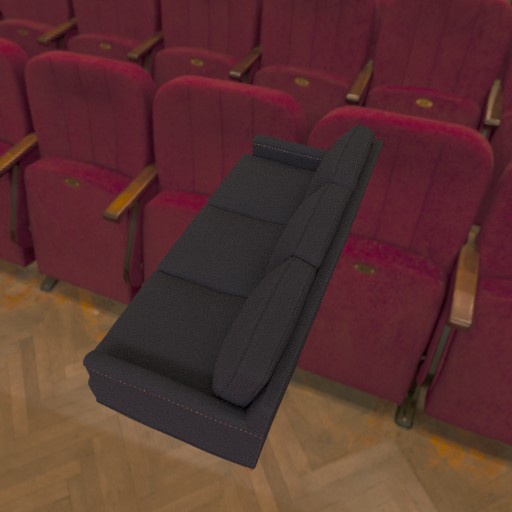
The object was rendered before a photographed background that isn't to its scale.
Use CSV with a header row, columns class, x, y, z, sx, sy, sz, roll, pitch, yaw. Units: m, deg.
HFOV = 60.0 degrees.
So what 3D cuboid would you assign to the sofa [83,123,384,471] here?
class,x,y,z,sx,sy,sz,roll,pitch,yaw
sofa,0.000,0.000,2.855,1.084,1.003,2.246,17,50,15
